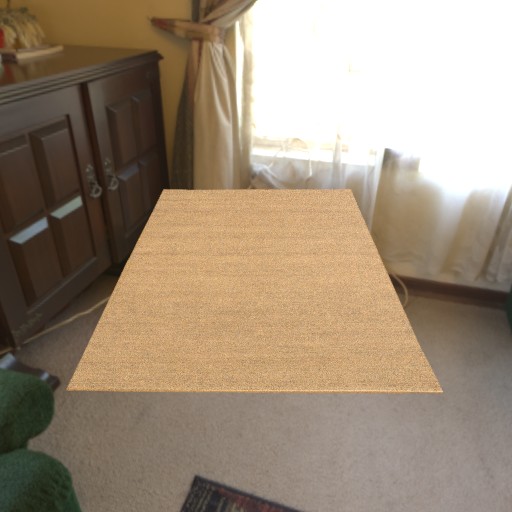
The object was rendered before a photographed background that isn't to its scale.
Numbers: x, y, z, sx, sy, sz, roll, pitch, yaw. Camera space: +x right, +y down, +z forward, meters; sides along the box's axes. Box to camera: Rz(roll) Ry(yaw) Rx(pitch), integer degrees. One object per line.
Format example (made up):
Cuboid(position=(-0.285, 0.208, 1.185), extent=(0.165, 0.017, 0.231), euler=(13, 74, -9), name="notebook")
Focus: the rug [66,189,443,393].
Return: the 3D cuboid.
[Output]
Cuboid(position=(0.000, 0.000, 2.867), extent=(1.624, 0.030, 2.264), euler=(0, 31, 1), name="rug")
